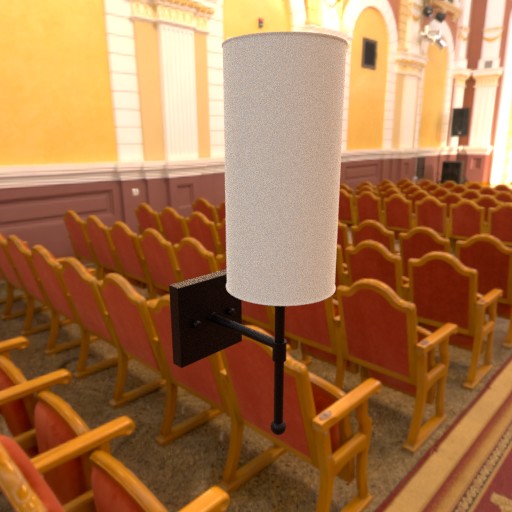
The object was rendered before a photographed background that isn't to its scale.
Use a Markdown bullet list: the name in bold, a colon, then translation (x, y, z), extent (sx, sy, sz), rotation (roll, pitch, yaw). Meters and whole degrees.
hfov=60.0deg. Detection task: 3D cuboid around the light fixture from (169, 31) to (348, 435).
- **light fixture**: translation (0.000, 0.000, 0.541), extent (0.208, 0.462, 0.128), rotation (14, 21, 42)
